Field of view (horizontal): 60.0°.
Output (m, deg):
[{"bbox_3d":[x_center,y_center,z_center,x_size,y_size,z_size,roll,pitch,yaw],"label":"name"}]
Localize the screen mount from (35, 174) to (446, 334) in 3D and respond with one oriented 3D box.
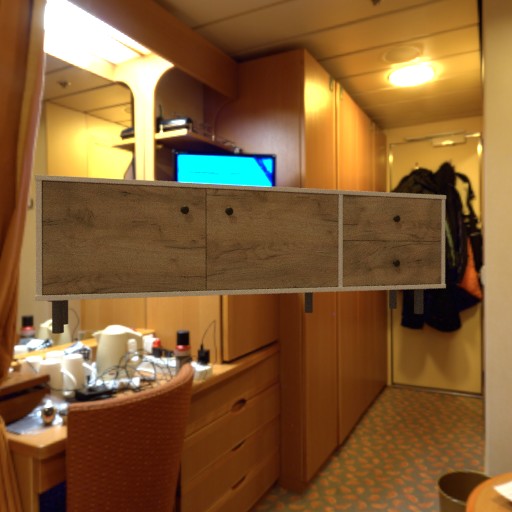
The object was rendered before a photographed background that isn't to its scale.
[{"bbox_3d":[0.000,0.000,1.835,1.600,0.520,0.418,0,1,-19],"label":"screen mount"}]
